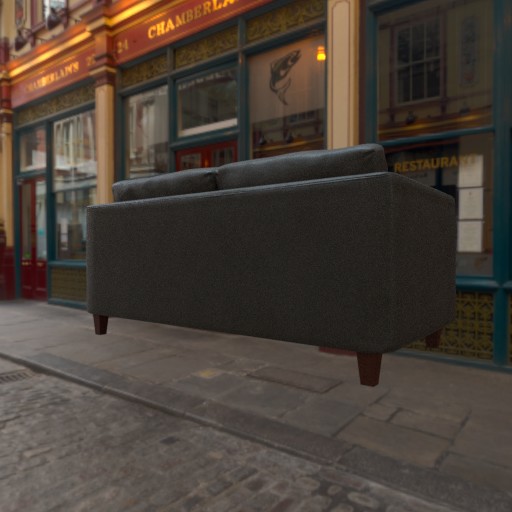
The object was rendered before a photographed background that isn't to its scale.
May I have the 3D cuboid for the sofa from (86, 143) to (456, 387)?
[{"bbox_3d":[0.000,0.000,2.451,1.883,0.933,0.951,0,0,37],"label":"sofa"}]
